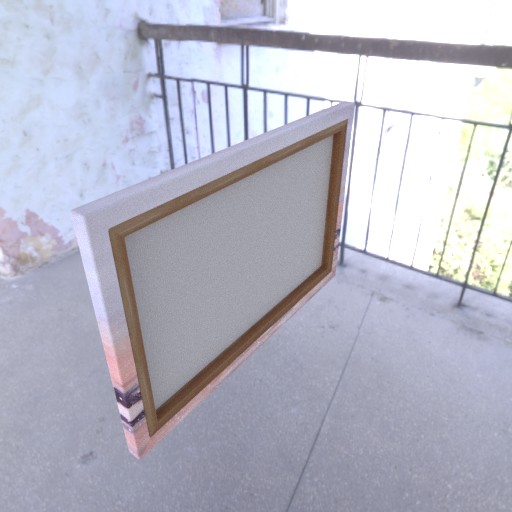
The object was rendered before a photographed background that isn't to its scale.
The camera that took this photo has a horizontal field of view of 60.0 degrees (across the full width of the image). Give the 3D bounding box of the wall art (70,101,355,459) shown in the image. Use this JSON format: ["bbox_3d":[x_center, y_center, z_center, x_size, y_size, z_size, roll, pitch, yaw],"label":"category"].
[{"bbox_3d":[0.000,0.000,1.147,0.038,0.609,0.913,22,38,31],"label":"wall art"}]
